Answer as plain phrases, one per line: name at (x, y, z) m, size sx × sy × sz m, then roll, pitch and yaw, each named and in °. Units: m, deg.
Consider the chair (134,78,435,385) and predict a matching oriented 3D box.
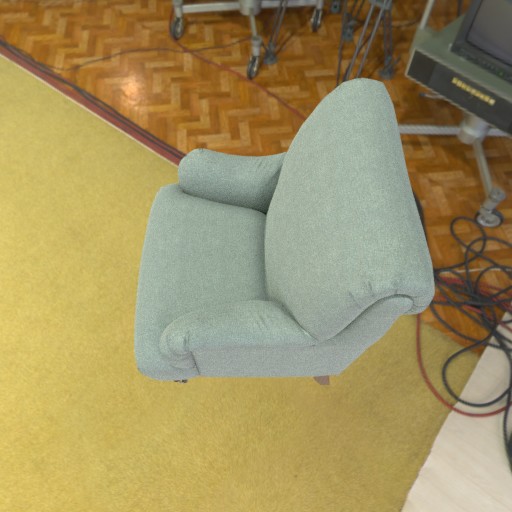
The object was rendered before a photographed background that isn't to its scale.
chair at (0.000, 0.000, 1.937) m, size 1.060 × 1.178 × 0.964 m, roll 0°, pitch 59°, yaw 0°
